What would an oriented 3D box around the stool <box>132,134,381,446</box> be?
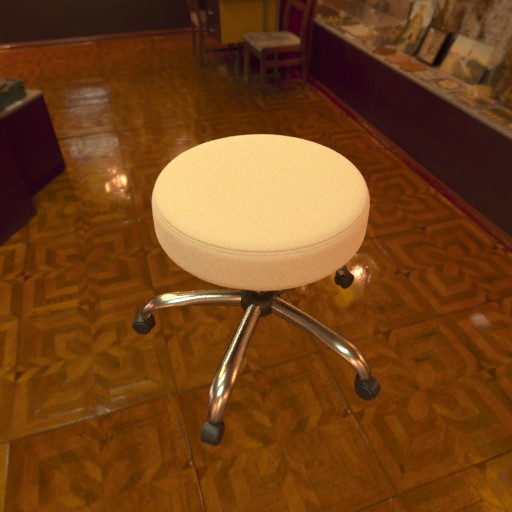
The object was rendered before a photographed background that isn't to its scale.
[{"bbox_3d":[0.000,0.000,1.032,0.634,0.482,0.614,-11,42,-12],"label":"stool"}]
